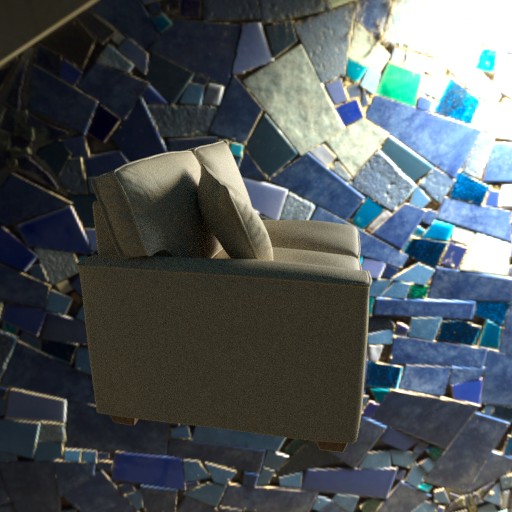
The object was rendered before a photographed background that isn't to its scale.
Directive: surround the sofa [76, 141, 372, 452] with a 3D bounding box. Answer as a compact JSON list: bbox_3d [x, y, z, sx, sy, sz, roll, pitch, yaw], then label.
[{"bbox_3d":[0.000,0.000,2.086,0.991,0.989,1.388,3,17,10],"label":"sofa"}]
